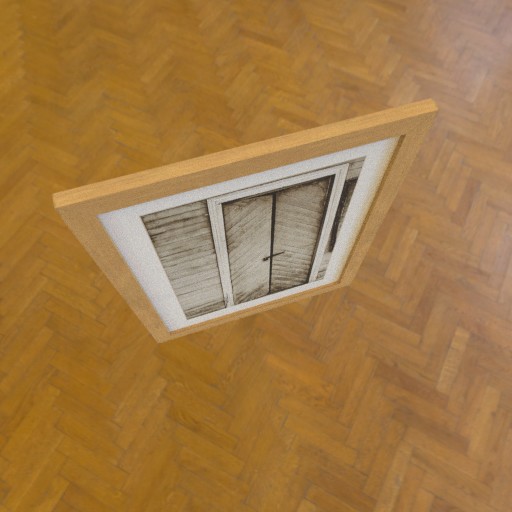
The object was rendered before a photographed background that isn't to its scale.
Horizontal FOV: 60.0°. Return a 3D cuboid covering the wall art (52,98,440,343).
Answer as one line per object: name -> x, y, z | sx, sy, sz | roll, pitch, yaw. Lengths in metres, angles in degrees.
wall art -> 0.000, 0.000, 0.761 | 0.460, 0.561, 0.020 | -16, 65, -8
